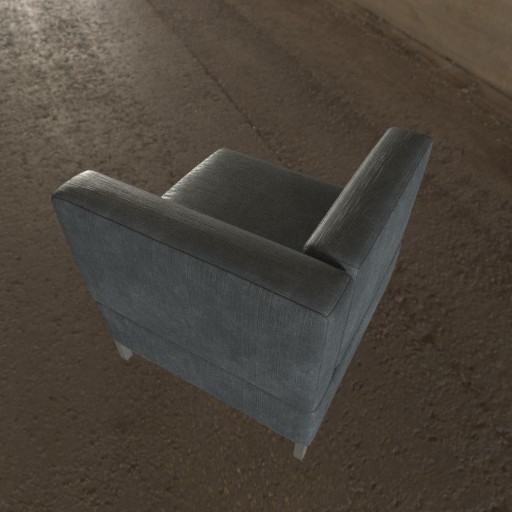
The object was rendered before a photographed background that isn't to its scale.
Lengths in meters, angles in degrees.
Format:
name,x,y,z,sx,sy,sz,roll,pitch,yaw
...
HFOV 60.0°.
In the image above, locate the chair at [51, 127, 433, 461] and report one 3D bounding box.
name,x,y,z,sx,sy,sz,roll,pitch,yaw
chair,0.000,0.000,1.240,0.680,0.660,0.680,23,50,20
